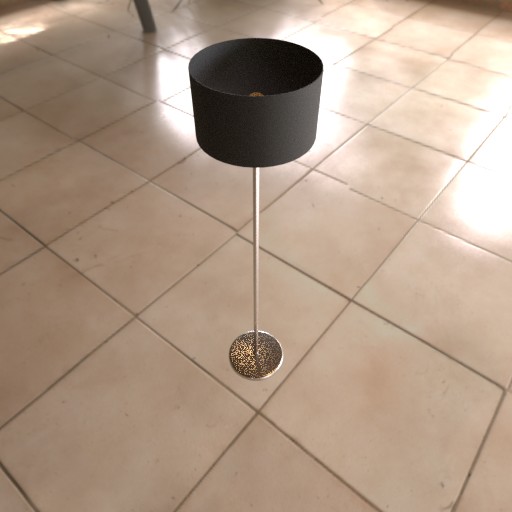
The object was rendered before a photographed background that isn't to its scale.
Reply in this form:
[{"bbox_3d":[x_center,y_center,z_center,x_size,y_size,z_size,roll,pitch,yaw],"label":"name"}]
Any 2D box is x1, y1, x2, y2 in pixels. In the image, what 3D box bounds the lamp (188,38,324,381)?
[{"bbox_3d":[0.000,0.000,1.668,0.348,1.443,0.348,30,53,25],"label":"lamp"}]
